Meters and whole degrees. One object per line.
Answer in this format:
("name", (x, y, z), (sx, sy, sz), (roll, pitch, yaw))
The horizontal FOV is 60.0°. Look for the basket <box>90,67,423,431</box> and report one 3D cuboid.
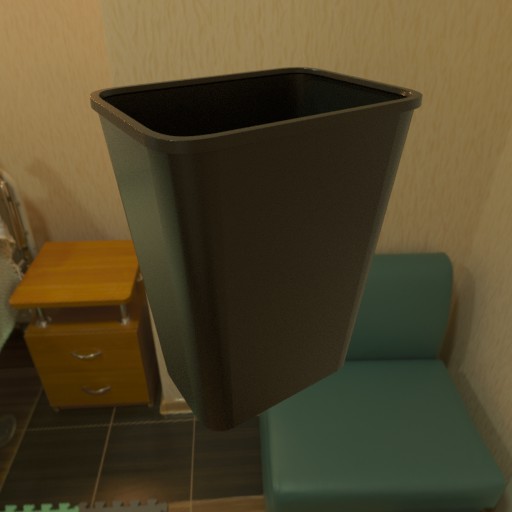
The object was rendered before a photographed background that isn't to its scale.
("basket", (0.000, 0.000, 0.737), (0.394, 0.521, 0.287), (-19, 37, -28))
